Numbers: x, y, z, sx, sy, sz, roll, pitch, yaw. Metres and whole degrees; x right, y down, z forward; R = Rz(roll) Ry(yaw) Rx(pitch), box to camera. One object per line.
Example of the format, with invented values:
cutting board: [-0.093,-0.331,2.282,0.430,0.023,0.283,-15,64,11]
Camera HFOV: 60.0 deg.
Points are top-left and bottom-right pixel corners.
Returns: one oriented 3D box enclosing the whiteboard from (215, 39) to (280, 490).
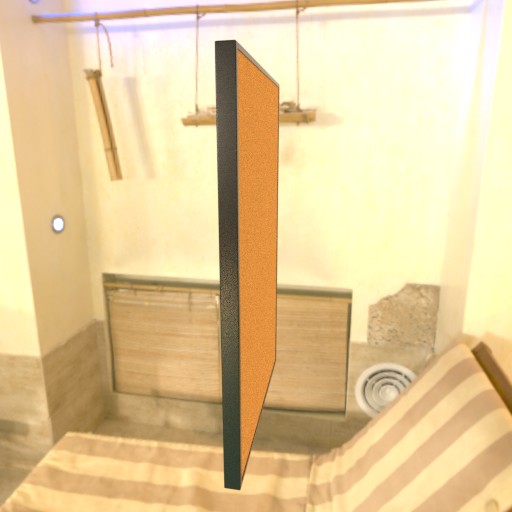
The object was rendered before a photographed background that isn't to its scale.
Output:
whiteboard: [0.000,0.000,0.773,0.026,0.611,0.406,3,15,10]
